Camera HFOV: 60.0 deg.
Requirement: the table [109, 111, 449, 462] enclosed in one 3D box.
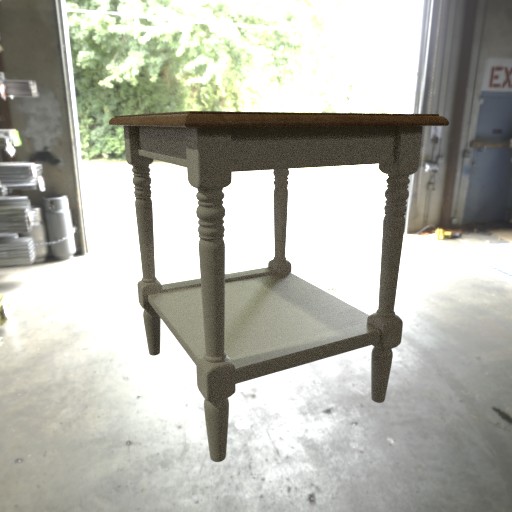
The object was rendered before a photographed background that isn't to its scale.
[{"bbox_3d":[0.000,0.000,0.926,0.457,0.561,0.508,-9,19,-26],"label":"table"}]
